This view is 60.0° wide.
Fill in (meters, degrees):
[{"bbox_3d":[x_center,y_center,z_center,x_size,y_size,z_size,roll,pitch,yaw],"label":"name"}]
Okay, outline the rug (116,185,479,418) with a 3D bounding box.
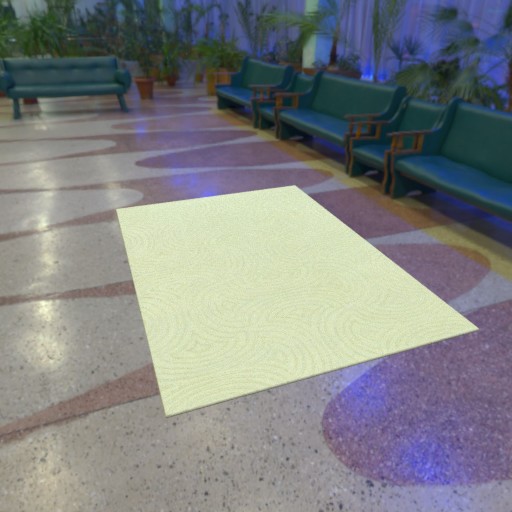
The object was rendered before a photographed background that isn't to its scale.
[{"bbox_3d":[0.000,0.000,2.797,1.526,0.015,2.132,-10,31,-18],"label":"rug"}]
